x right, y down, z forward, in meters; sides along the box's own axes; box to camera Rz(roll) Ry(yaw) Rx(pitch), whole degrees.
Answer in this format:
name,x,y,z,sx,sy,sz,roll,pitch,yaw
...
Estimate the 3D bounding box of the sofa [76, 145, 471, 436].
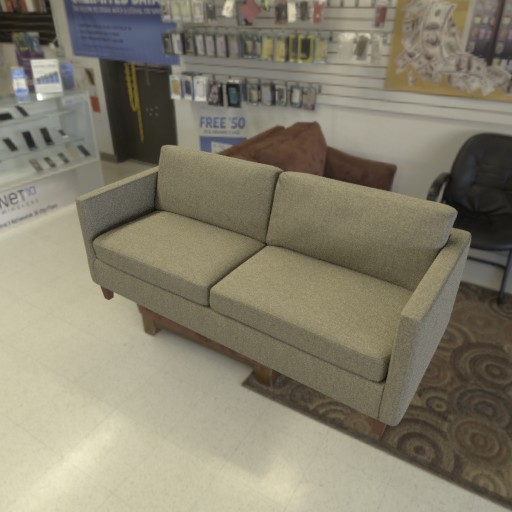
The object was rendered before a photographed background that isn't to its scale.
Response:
name,x,y,z,sx,sy,sz,roll,pitch,yaw
sofa,0.000,0.000,2.720,2.208,0.960,0.956,19,35,29
